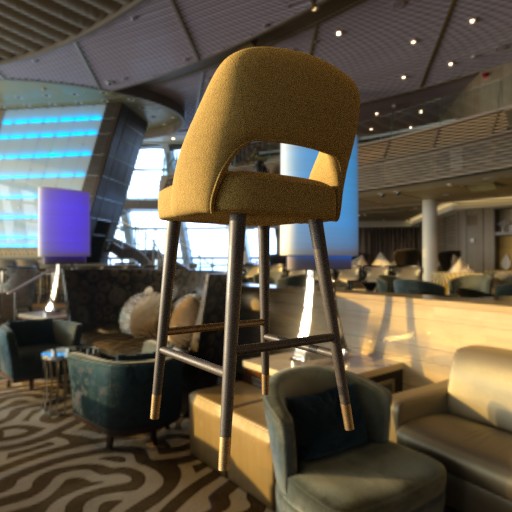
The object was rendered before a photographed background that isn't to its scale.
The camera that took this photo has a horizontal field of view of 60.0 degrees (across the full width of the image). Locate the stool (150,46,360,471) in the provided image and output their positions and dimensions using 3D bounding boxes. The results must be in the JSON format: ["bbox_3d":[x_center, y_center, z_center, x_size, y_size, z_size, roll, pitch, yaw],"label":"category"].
[{"bbox_3d":[0.000,0.000,1.335,0.536,1.032,0.522,0,0,-35],"label":"stool"}]
